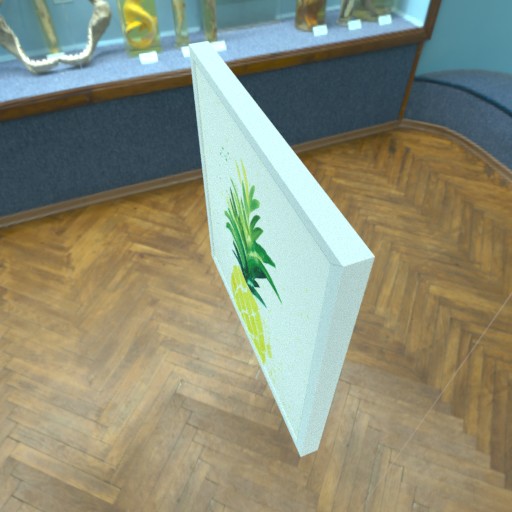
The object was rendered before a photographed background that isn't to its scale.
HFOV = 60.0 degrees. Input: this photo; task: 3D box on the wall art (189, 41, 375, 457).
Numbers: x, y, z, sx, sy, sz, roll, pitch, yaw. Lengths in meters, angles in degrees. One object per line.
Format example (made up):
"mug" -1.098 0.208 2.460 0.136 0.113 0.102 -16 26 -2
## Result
"wall art" 0.000 0.000 0.451 0.020 0.307 0.307 -16 50 -14
